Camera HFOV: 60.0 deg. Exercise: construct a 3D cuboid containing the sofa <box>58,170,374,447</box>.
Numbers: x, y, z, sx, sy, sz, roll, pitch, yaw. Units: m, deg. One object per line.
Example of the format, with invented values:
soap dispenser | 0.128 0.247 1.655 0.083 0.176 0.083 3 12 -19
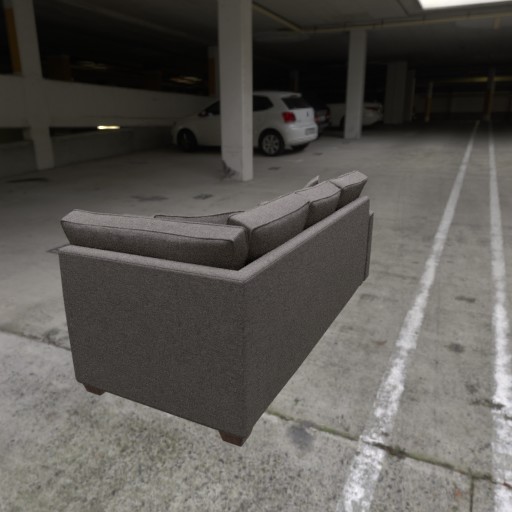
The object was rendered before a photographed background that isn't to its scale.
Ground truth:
sofa | 0.000 0.000 2.921 1.061 0.962 2.317 8 18 25
